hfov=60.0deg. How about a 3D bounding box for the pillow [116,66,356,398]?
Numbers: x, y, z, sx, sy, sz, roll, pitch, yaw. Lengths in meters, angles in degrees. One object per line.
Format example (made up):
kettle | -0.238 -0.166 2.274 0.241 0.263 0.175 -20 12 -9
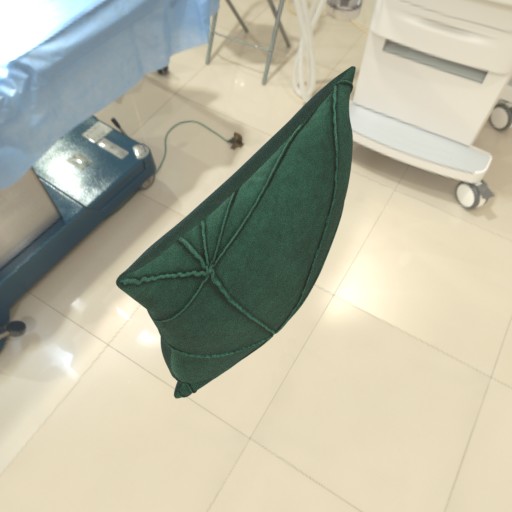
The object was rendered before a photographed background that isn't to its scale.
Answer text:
pillow | 0.000 0.000 0.692 0.184 0.440 0.439 34 65 19
